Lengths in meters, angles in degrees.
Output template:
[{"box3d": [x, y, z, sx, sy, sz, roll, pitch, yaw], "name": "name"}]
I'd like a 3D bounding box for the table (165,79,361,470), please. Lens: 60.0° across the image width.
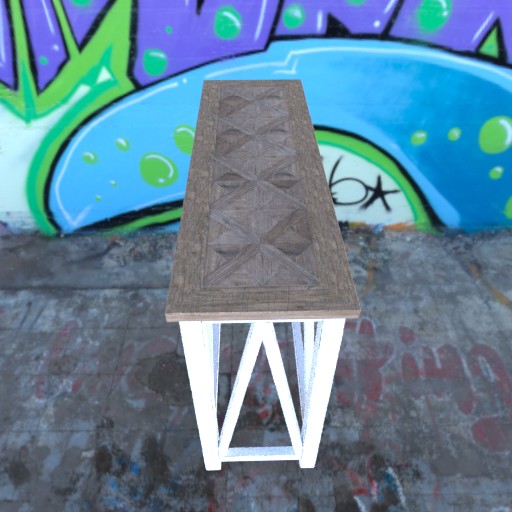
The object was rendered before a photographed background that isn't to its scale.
[{"box3d": [0.000, 0.000, 1.846, 0.450, 0.930, 1.400, -1, 42, -1], "name": "table"}]
